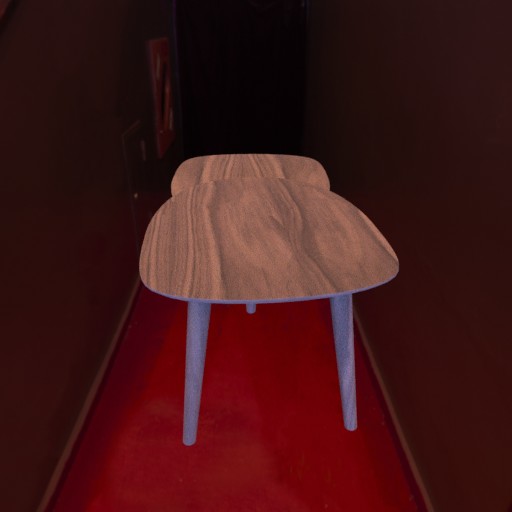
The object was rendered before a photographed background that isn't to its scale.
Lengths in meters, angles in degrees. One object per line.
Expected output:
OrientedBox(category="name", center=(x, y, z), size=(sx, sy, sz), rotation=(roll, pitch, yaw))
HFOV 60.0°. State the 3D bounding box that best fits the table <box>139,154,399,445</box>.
OrientedBox(category="table", center=(0.000, 0.000, 1.334), size=(0.527, 0.429, 1.084), rotation=(-1, 29, -3))
